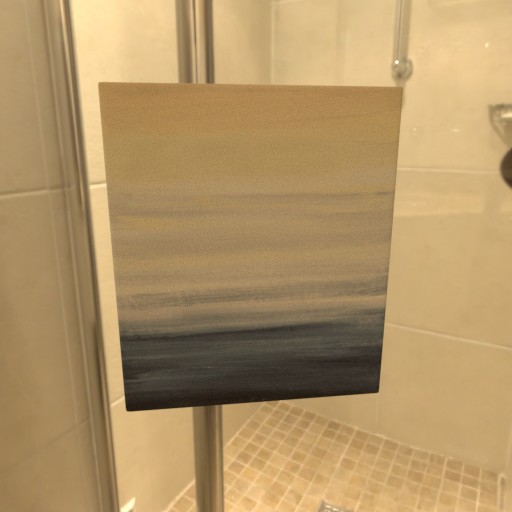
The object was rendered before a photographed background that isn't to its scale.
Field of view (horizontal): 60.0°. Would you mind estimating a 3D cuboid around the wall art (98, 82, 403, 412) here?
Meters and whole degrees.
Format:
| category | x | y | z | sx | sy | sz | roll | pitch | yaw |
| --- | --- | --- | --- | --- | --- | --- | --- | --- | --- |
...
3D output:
| category | x | y | z | sx | sy | sz | roll | pitch | yaw |
| --- | --- | --- | --- | --- | --- | --- | --- | --- | --- |
| wall art | 0.000 | 0.000 | 0.983 | 0.608 | 0.710 | 0.041 | -2 | 15 | -7 |
